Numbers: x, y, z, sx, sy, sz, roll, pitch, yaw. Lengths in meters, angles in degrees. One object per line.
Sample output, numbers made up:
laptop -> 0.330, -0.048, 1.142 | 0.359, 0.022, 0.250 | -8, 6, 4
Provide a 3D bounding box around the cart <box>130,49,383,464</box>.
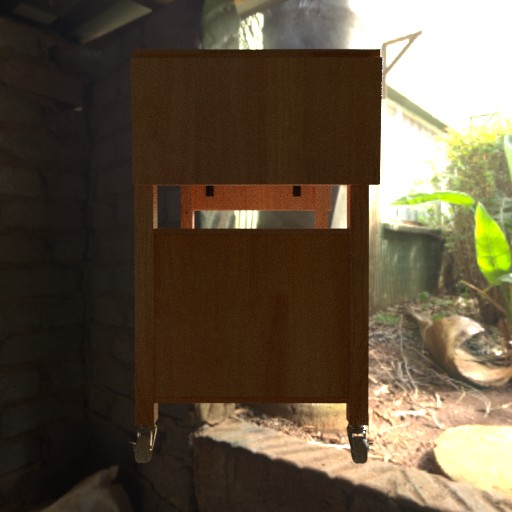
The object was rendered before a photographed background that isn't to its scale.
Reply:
cart -> 0.000, 0.000, 1.198 | 0.508, 0.838, 0.640 | 0, 1, 0
